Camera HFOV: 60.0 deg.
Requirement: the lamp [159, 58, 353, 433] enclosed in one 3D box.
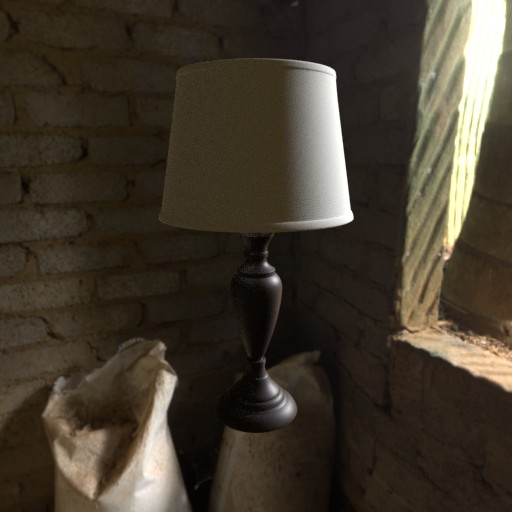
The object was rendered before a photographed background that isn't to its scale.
[{"bbox_3d":[0.000,0.000,0.796,0.335,0.611,0.335,0,13,0],"label":"lamp"}]
